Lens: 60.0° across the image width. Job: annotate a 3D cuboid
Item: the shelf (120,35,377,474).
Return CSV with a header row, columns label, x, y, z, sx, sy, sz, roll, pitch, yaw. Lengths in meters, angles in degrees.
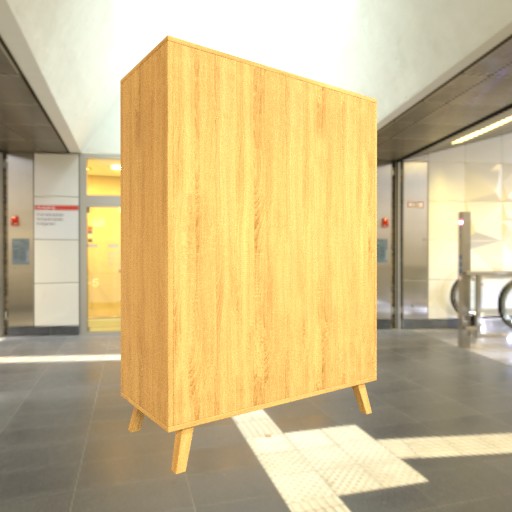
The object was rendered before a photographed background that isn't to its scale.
label,x,y,z,sx,sy,sz,roll,pitch,yaw
shelf,0.000,0.000,1.864,1.000,1.390,0.450,0,0,-36
